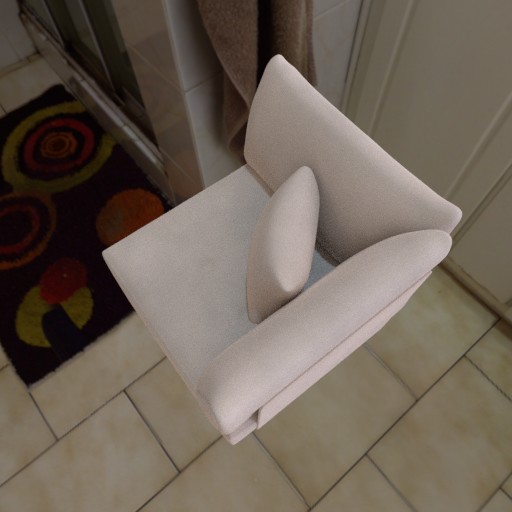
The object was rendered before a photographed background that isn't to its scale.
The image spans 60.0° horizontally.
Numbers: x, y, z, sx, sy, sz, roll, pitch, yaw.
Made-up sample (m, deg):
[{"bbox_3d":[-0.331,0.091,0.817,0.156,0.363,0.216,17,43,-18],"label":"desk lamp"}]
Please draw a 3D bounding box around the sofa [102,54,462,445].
[{"bbox_3d":[0.000,0.000,1.757,1.000,0.820,1.000,-34,68,-16],"label":"sofa"}]
